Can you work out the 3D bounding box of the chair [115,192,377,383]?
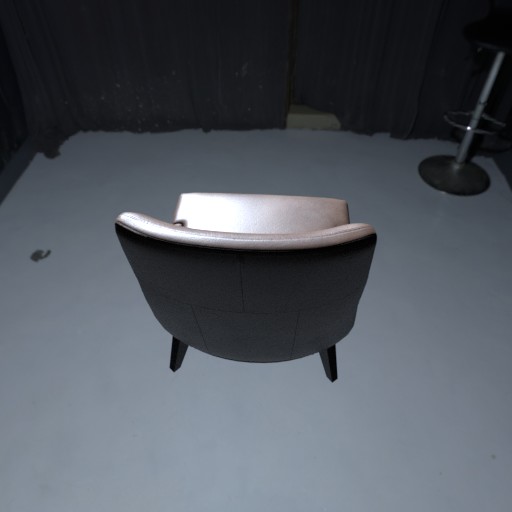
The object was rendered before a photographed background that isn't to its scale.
[{"bbox_3d":[0.000,0.000,1.468,0.701,0.909,0.861,3,46,3],"label":"chair"}]
